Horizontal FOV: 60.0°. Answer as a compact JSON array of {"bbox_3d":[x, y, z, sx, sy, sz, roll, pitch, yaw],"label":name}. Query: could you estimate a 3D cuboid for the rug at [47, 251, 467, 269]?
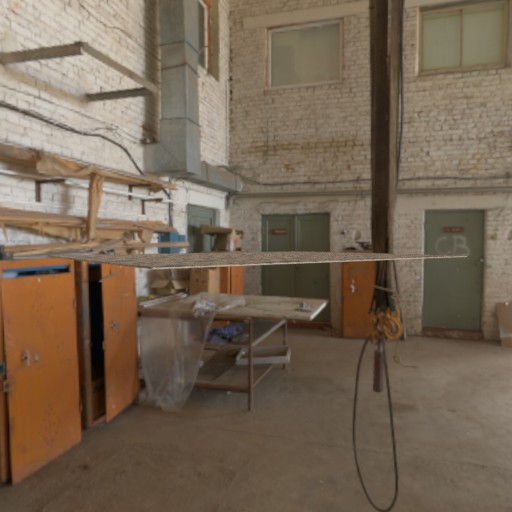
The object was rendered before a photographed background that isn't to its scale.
[{"bbox_3d":[0.000,0.000,4.228,3.205,0.015,2.437,-1,2,-37],"label":"rug"}]
